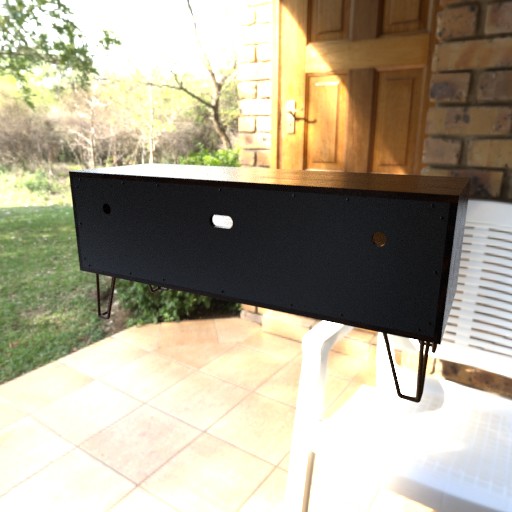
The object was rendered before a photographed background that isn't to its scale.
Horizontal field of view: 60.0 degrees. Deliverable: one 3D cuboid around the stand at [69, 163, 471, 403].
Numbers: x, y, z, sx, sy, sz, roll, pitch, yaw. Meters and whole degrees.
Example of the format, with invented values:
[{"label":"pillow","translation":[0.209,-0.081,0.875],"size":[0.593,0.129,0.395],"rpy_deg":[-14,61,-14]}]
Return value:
[{"label":"stand","translation":[0.000,0.000,1.670],"size":[1.372,0.610,0.481],"rpy_deg":[8,18,27]}]
